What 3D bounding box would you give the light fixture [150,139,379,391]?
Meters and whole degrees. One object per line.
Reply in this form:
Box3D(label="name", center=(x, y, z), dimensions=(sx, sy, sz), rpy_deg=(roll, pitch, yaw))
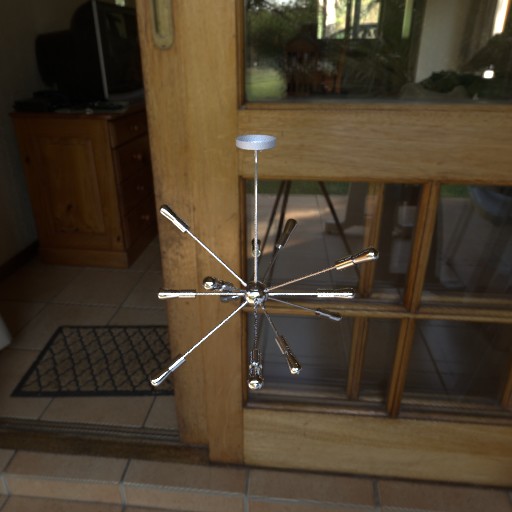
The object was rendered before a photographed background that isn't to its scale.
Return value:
Box3D(label="light fixture", center=(0.000, 0.000, 1.072), dimensions=(0.509, 0.558, 0.684), rpy_deg=(0, 25, 0))
